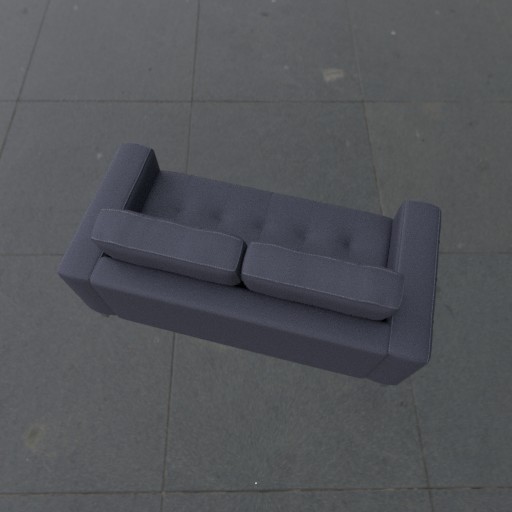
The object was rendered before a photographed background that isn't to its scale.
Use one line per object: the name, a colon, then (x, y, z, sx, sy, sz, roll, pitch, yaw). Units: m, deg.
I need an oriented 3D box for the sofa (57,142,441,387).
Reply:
sofa: (0.000, 0.000, 2.272, 1.726, 0.893, 0.833, 13, 64, 6)
